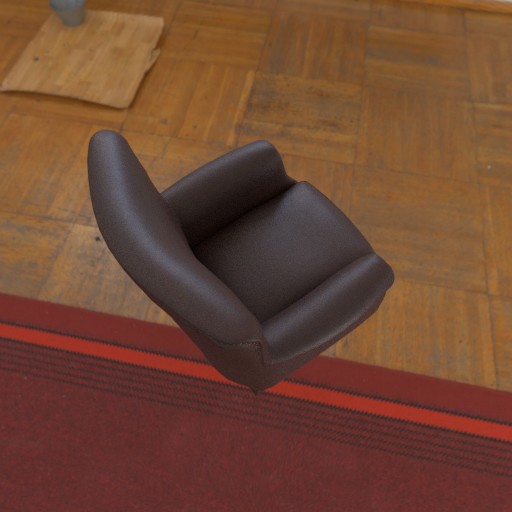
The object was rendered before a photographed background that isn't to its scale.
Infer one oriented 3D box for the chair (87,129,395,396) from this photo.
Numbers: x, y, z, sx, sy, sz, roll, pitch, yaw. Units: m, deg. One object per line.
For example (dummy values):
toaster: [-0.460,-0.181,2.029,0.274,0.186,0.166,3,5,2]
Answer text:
chair: [0.000,0.000,1.358,0.746,0.800,0.700,-30,63,-17]
